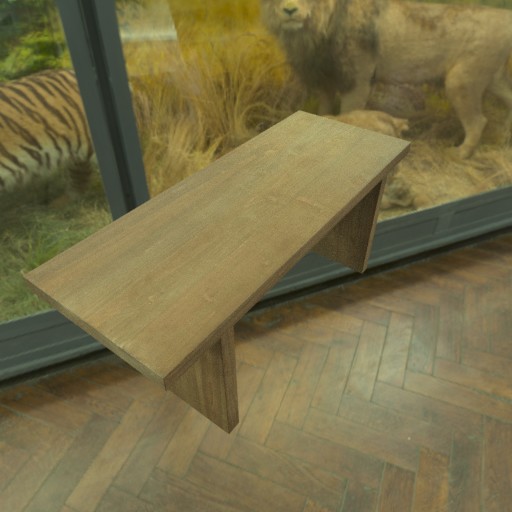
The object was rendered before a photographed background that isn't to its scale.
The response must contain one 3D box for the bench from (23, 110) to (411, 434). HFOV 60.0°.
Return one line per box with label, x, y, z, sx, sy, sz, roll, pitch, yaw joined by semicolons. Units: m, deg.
bench;0.000;0.000;1.425;0.458;0.458;1.183;26;47;27
